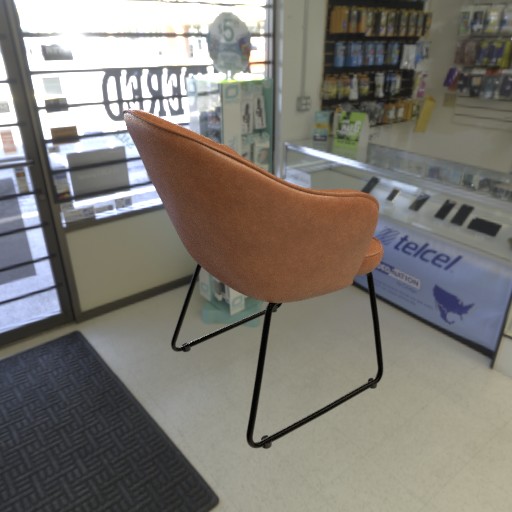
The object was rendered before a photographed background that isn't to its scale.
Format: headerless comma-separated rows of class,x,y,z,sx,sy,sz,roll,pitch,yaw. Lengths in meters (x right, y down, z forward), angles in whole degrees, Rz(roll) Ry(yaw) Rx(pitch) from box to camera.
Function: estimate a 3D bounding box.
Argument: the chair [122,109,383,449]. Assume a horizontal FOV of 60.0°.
chair,0.000,0.000,1.181,0.580,0.785,0.582,-17,31,-31
